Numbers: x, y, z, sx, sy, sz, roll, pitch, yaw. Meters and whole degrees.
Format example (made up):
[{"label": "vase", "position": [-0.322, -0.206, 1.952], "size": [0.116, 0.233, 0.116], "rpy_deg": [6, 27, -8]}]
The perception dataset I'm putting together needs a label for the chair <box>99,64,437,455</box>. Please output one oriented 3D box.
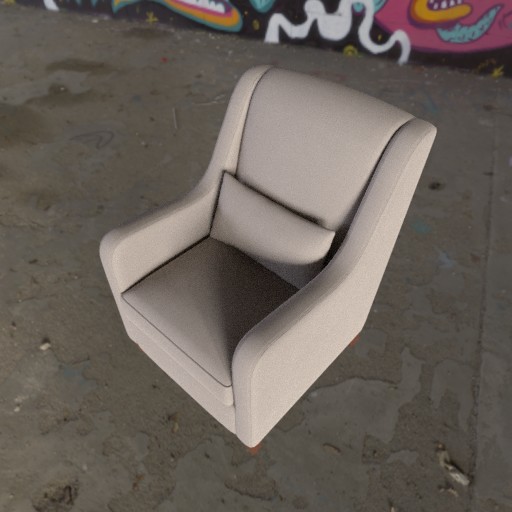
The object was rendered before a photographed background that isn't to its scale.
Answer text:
[{"label": "chair", "position": [0.000, 0.000, 1.601], "size": [0.715, 1.010, 0.863], "rpy_deg": [33, 54, 28]}]
